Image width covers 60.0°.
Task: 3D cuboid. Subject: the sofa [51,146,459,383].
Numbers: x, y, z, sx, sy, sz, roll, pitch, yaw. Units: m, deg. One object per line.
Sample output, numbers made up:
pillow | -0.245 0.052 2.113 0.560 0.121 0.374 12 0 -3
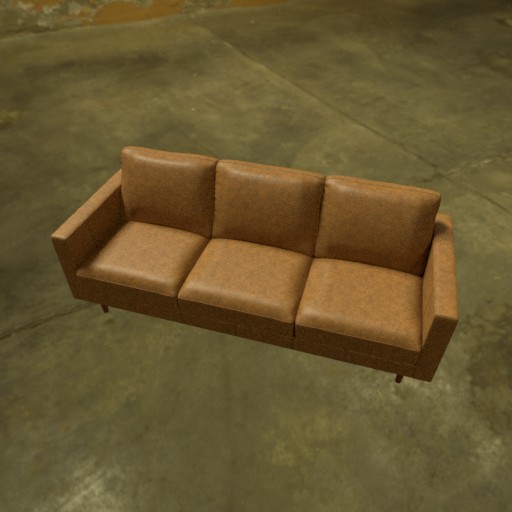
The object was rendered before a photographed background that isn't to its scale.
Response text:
sofa | 0.000 0.000 2.752 2.231 0.930 0.903 11 42 12
